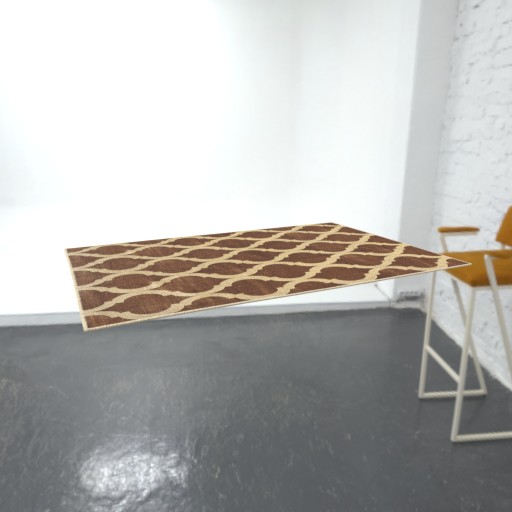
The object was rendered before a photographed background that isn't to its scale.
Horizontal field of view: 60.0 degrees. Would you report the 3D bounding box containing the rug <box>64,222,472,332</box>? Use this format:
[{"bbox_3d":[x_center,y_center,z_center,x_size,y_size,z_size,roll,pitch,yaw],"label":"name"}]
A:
[{"bbox_3d":[0.000,0.000,2.948,2.284,0.008,1.522,-7,17,-25],"label":"rug"}]
